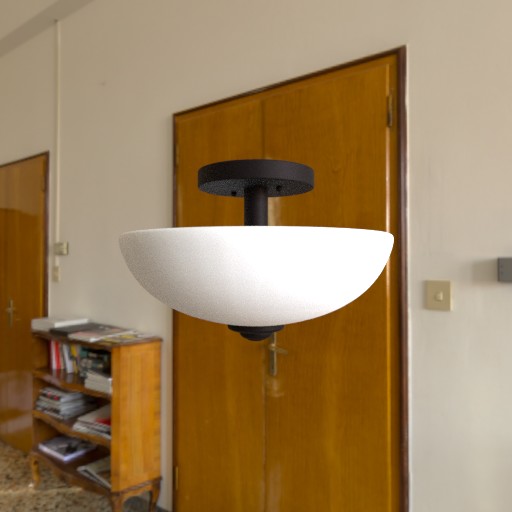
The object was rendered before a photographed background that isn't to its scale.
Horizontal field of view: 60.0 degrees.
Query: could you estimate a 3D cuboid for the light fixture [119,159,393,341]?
[{"bbox_3d":[0.000,0.000,0.558,0.331,0.212,0.331,0,-1,0],"label":"light fixture"}]
